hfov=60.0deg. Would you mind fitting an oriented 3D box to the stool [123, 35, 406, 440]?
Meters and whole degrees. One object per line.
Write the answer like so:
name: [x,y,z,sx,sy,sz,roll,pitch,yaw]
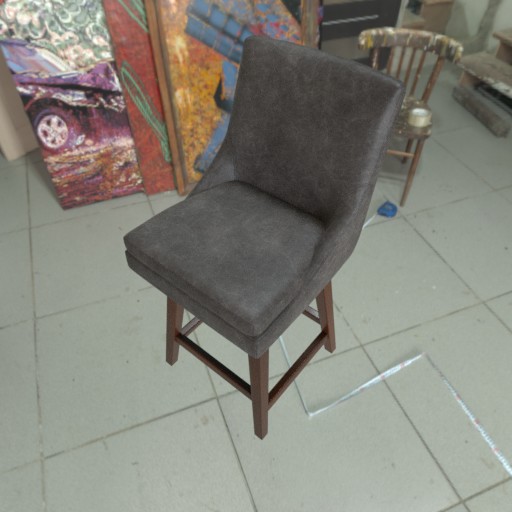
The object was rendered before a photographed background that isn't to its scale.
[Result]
stool: [0.000,0.000,1.346,0.492,1.046,0.587,31,53,26]
